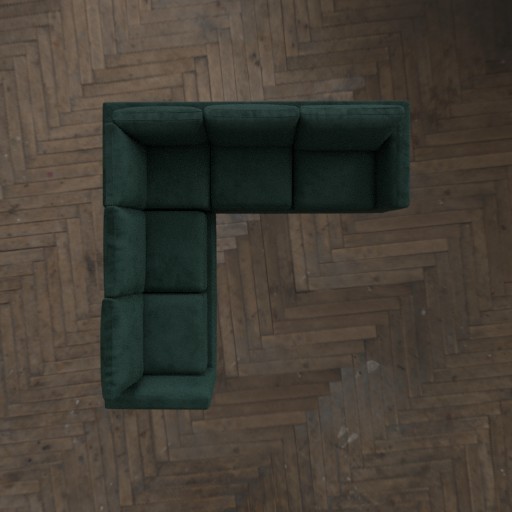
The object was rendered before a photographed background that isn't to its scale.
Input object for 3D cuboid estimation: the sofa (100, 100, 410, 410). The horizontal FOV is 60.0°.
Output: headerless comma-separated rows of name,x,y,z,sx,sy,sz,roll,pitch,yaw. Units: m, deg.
sofa,0.000,0.000,3.772,2.452,1.004,2.468,0,91,1
